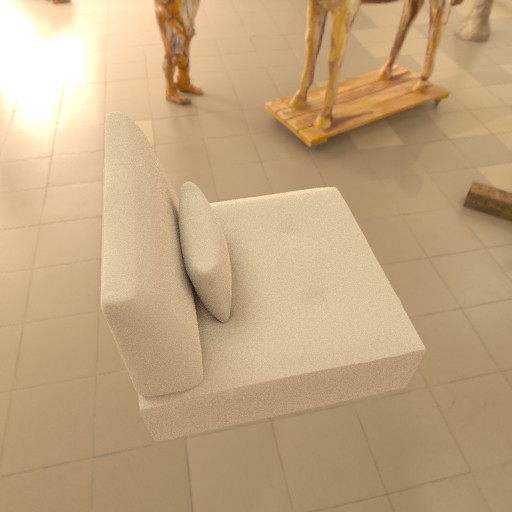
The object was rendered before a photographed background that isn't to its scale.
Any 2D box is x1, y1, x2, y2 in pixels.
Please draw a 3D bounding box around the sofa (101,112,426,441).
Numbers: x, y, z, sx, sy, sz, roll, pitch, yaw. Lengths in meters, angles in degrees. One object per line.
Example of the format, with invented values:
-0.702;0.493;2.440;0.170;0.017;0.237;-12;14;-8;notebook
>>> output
0.000;0.000;1.681;1.000;0.828;0.935;-9;48;-8;sofa
